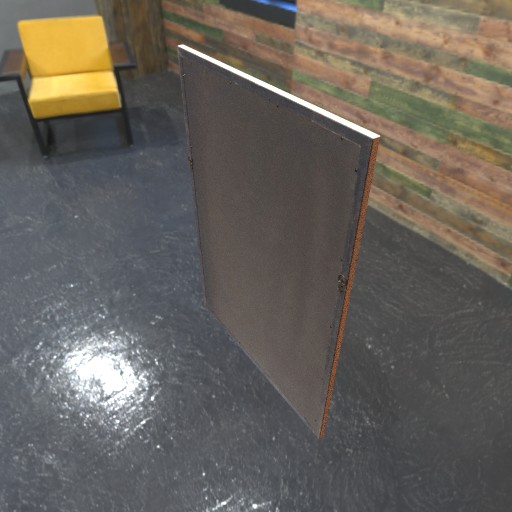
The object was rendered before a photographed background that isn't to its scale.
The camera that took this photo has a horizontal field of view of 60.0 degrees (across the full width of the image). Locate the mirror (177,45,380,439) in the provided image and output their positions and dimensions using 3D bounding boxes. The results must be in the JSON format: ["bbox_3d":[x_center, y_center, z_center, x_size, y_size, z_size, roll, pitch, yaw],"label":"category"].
[{"bbox_3d":[0.000,0.000,1.287,0.025,0.996,0.705,-24,45,-27],"label":"mirror"}]
